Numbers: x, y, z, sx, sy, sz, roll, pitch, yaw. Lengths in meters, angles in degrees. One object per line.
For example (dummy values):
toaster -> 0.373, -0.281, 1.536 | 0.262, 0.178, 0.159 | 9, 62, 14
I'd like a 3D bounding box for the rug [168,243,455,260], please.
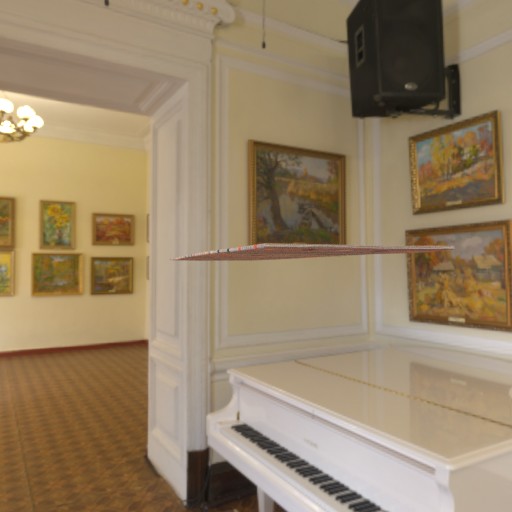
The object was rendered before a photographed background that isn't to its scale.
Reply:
rug -> 0.000, 0.000, 2.640 | 0.744, 0.022, 2.419 | 1, -2, -18
